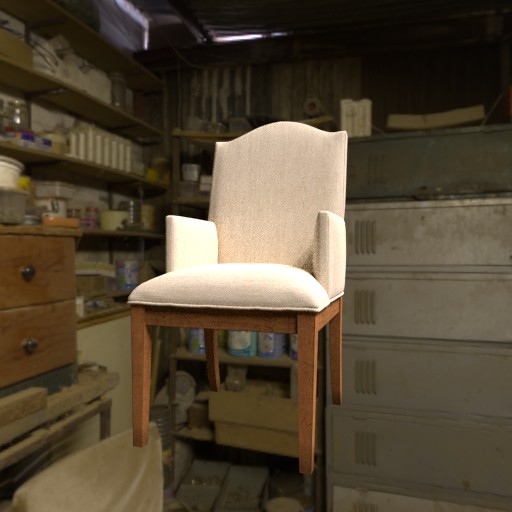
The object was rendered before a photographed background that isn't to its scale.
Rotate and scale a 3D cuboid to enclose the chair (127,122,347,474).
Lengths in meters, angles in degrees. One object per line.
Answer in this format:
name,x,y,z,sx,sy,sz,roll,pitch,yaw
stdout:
chair,0.000,0.000,1.406,0.533,1.016,0.641,0,0,19
